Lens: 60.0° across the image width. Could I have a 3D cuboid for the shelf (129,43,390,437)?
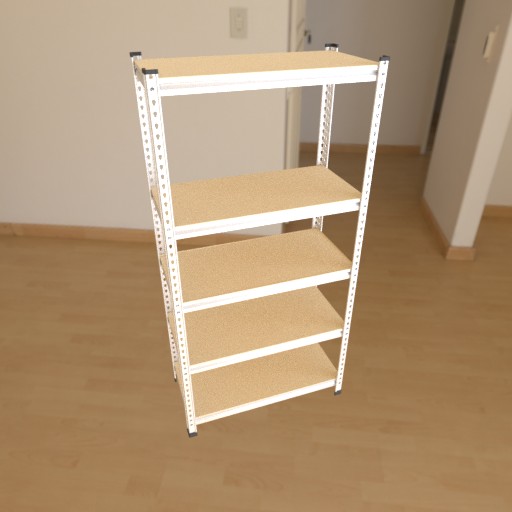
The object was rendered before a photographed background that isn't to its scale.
[{"bbox_3d":[0.000,0.000,2.191,0.914,1.829,0.457,-10,33,-16],"label":"shelf"}]
